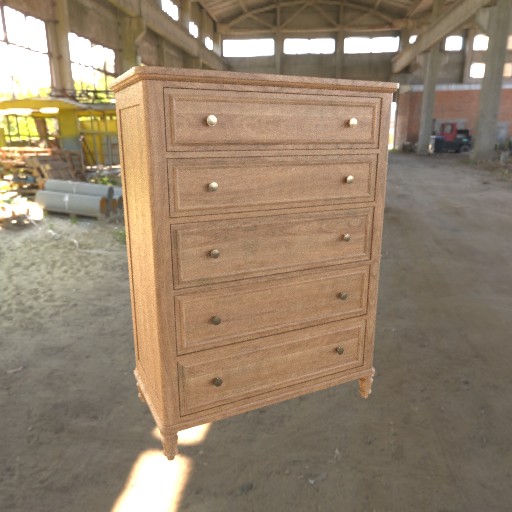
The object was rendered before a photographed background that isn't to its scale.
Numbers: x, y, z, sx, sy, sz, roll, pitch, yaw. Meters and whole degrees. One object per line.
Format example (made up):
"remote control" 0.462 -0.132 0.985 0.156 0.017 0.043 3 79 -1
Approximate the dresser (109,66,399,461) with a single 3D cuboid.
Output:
"dresser" 0.000 0.000 1.805 0.973 1.318 0.484 -7 17 -26
